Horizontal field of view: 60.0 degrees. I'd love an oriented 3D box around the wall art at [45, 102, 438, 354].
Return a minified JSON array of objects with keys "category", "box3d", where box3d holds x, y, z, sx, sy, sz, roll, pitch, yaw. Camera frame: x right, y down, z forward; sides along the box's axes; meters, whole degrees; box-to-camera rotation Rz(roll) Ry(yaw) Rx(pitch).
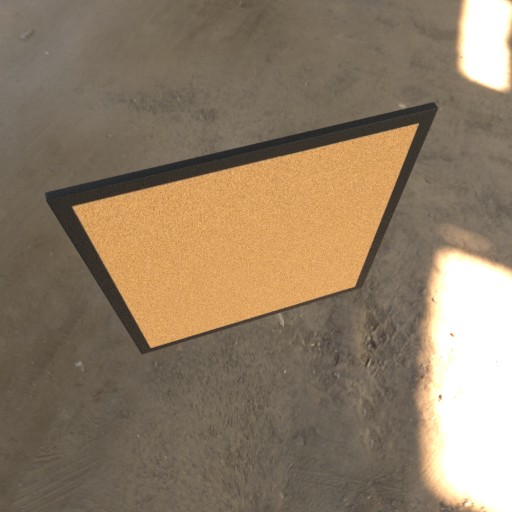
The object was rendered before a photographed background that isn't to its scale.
[{"category":"wall art","box3d":[0.000,0.000,0.993,0.663,0.659,0.016,-16,59,-10]}]
